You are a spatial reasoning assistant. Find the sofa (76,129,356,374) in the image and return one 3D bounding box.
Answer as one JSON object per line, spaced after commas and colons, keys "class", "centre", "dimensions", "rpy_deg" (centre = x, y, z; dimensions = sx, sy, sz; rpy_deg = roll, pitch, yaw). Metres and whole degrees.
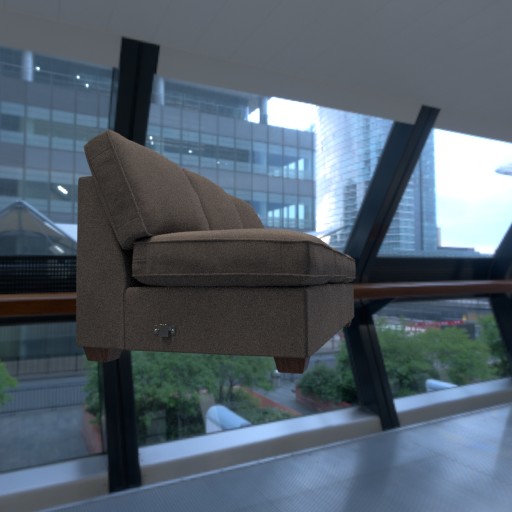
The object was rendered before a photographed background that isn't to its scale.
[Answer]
{"class": "sofa", "centre": [0.000, 0.000, 2.625], "dimensions": [1.027, 0.973, 1.962], "rpy_deg": [-1, -3, 17]}
